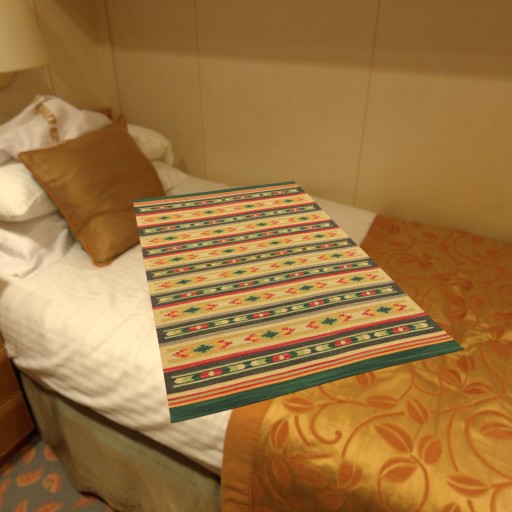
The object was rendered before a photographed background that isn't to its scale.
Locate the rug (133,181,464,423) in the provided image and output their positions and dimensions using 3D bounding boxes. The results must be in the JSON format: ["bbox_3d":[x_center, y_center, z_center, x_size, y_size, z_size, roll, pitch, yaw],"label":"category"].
[{"bbox_3d":[0.000,0.000,3.098,1.520,0.011,2.447,-9,32,-15],"label":"rug"}]
